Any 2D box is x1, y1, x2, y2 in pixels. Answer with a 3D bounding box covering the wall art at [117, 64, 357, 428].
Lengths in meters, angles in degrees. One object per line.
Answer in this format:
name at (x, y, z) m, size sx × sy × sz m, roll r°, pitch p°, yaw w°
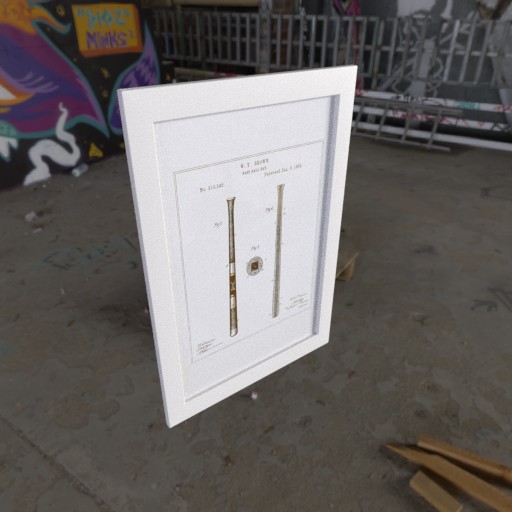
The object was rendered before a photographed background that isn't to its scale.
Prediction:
wall art at (0.000, 0.000, 0.633) m, size 0.329 × 0.482 × 0.011 m, roll -20°, pitch 35°, yaw -31°
